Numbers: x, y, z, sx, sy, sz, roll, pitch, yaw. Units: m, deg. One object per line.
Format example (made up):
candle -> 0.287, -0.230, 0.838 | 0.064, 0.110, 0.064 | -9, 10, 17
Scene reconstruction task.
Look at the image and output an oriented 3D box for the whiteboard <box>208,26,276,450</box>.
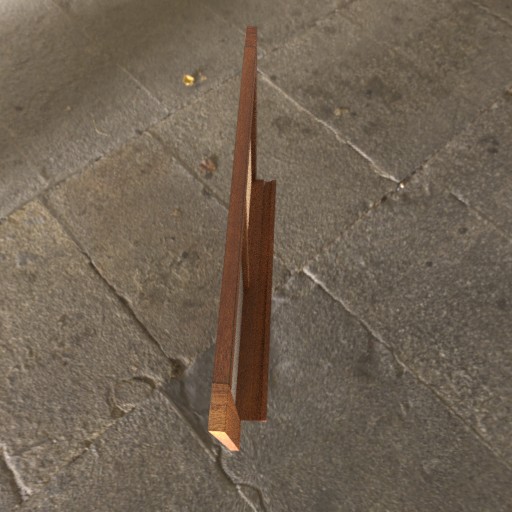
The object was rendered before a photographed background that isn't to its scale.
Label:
whiteboard -> 0.000, 0.000, 0.996 | 0.083, 0.559, 0.783 | 3, 64, 1
